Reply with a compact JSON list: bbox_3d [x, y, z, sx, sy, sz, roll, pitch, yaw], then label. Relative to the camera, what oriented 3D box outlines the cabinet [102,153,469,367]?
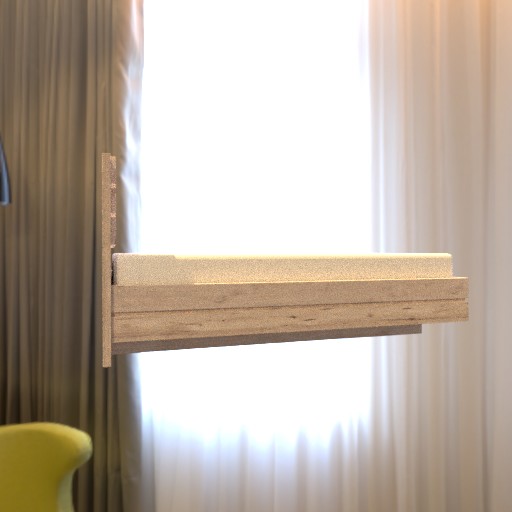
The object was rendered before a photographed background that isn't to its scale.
[{"bbox_3d":[0.000,0.000,3.222,2.080,0.970,1.950,0,1,-18],"label":"cabinet"}]
